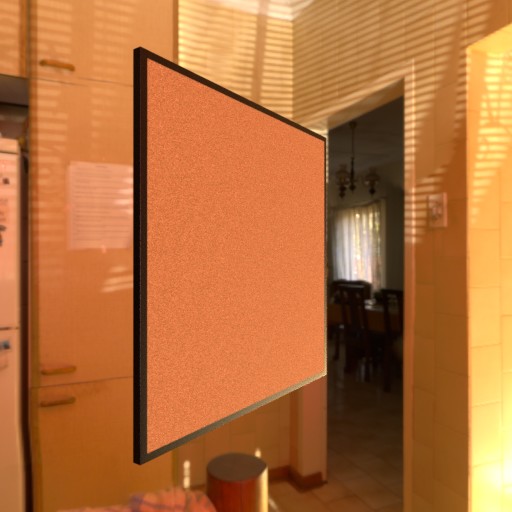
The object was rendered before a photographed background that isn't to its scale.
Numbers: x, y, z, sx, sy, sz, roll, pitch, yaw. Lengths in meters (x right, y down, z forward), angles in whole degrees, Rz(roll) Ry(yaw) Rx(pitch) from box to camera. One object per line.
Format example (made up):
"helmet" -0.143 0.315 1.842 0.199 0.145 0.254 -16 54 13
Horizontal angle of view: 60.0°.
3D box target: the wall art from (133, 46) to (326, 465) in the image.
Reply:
"wall art" 0.000 0.000 0.674 0.012 0.458 0.457 0 0 35
